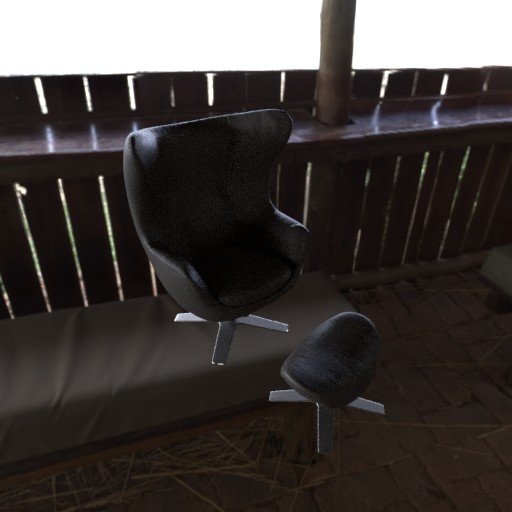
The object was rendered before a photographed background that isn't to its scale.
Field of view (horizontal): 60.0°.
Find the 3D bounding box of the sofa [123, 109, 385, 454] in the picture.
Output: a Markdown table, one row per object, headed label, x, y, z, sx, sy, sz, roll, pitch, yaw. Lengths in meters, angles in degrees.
| label | x | y | z | sx | sy | sz | roll | pitch | yaw |
| --- | --- | --- | --- | --- | --- | --- | --- | --- | --- |
| sofa | 0.000 | 0.000 | 2.131 | 0.894 | 1.135 | 1.444 | -21 | 37 | -30 |
